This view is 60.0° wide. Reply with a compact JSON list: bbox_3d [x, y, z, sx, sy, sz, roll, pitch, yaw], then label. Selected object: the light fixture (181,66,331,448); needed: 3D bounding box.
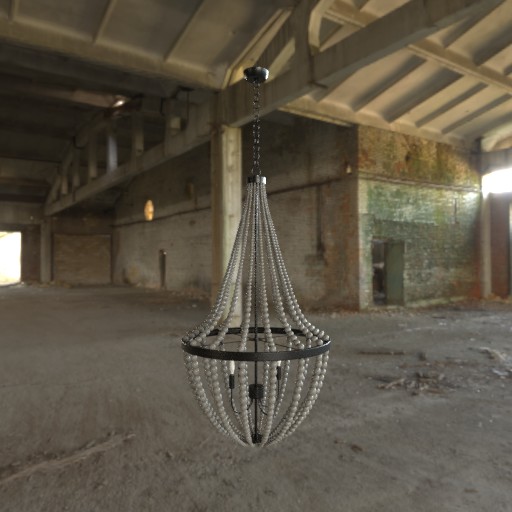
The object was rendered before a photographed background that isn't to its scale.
[{"bbox_3d":[0.000,0.000,1.358,0.450,1.133,0.450,0,-1,0],"label":"light fixture"}]
